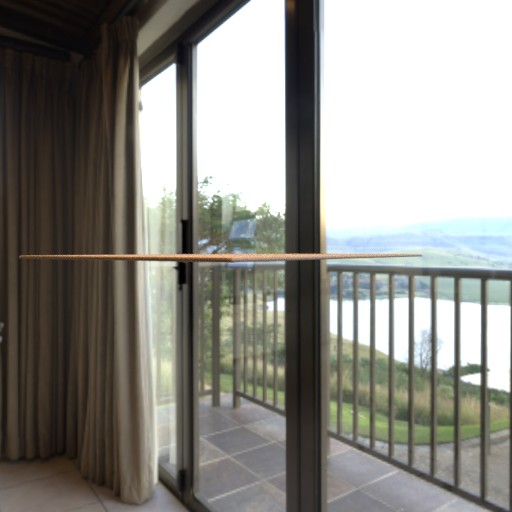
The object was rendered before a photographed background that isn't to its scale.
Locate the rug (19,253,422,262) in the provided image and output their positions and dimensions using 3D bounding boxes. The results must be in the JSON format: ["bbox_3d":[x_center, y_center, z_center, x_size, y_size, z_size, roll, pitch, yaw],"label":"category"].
[{"bbox_3d":[0.000,0.000,2.083,1.067,0.013,1.676,0,1,36],"label":"rug"}]
